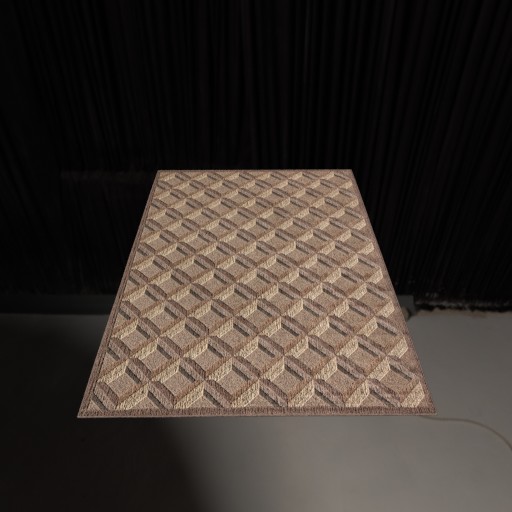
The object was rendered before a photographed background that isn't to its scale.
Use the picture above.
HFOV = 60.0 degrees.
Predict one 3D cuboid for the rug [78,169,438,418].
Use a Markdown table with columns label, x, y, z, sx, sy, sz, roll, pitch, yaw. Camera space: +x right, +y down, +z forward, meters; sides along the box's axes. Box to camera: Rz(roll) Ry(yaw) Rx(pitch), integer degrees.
| label | x | y | z | sx | sy | sz | roll | pitch | yaw |
| --- | --- | --- | --- | --- | --- | --- | --- | --- | --- |
| rug | 0.000 | 0.000 | 4.179 | 2.382 | 0.018 | 3.294 | 0 | 40 | 0 |
